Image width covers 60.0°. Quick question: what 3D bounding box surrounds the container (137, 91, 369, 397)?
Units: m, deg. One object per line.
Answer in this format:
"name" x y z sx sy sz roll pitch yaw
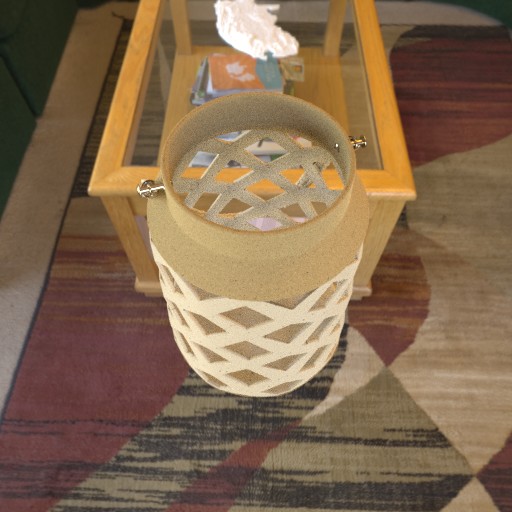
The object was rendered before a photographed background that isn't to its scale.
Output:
"container" 0.000 0.000 0.346 0.163 0.229 0.172 -14 60 -9
